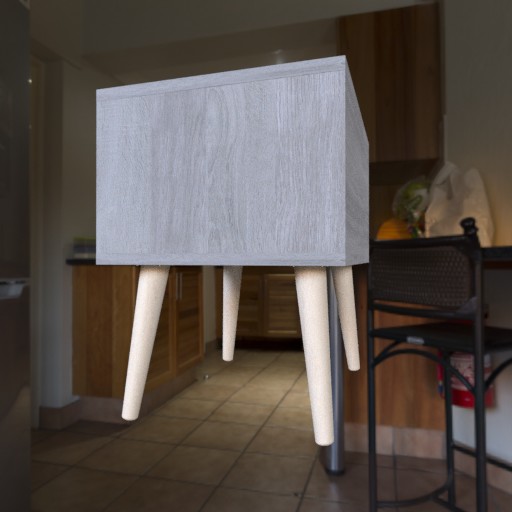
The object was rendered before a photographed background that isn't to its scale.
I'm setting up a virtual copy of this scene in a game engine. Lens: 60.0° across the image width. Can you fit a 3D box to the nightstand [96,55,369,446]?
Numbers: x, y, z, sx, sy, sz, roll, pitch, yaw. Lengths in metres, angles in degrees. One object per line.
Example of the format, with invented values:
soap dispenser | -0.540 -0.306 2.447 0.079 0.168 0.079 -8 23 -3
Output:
nightstand | 0.000 0.000 0.826 0.380 0.500 0.450 0 0 18
